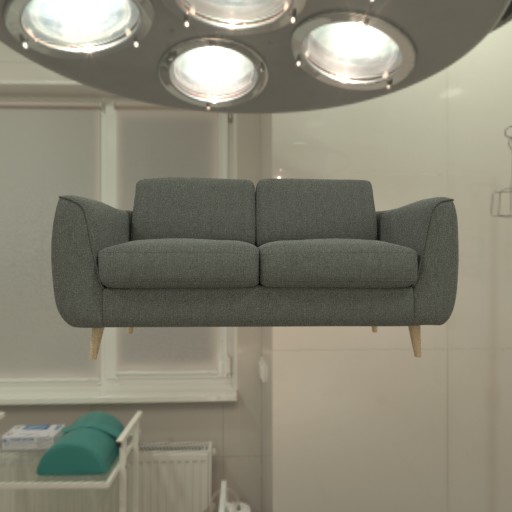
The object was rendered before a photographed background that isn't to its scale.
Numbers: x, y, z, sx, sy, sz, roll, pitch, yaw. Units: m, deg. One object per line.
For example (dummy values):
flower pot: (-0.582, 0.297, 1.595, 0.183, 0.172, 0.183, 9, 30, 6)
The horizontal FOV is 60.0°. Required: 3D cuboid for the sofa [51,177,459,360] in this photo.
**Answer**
sofa: (0.000, 0.000, 2.206, 1.700, 0.870, 0.920, 0, 0, -2)
